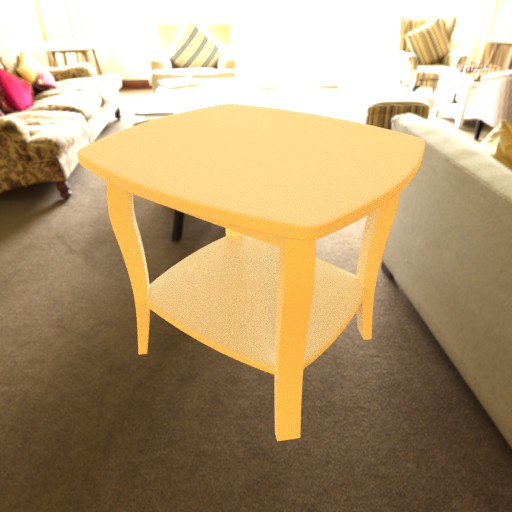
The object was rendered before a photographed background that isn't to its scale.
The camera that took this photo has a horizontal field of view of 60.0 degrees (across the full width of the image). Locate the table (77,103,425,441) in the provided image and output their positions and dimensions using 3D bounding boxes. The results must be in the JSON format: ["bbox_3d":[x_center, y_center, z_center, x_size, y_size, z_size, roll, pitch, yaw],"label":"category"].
[{"bbox_3d":[0.000,0.000,0.853,0.502,0.438,0.451,21,38,30],"label":"table"}]
